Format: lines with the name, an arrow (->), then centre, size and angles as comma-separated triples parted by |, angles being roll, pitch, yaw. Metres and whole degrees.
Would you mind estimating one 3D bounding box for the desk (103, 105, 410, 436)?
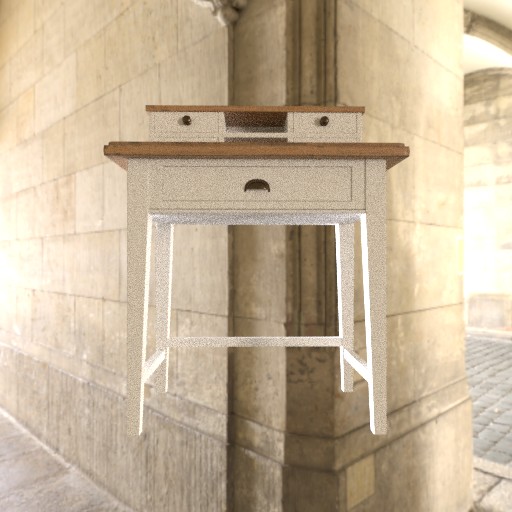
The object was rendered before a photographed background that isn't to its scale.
desk -> 0.000, 0.000, 1.407 | 0.814, 0.981, 0.462 | 0, 0, -1
